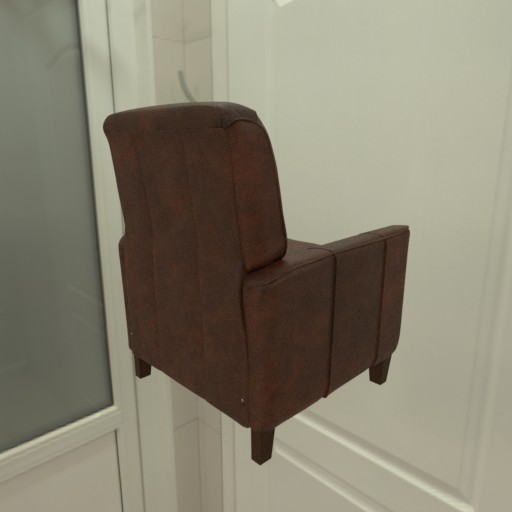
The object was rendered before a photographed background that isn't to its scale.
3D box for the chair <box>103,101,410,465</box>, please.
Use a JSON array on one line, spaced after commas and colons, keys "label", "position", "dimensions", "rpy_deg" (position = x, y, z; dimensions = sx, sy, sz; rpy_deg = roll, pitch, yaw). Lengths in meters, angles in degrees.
[{"label": "chair", "position": [0.000, 0.000, 1.671], "dimensions": [0.836, 1.043, 0.843], "rpy_deg": [-13, 19, -42]}]
